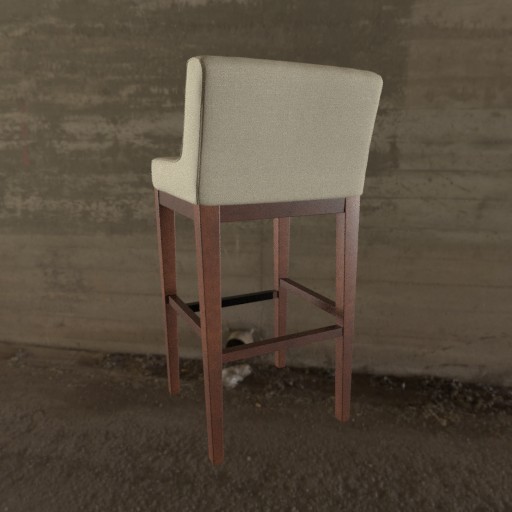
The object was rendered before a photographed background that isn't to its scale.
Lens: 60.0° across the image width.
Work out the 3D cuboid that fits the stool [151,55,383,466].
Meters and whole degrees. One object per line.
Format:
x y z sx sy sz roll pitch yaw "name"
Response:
0.000 0.000 1.353 0.511 1.037 0.500 -7 15 -26 "stool"
